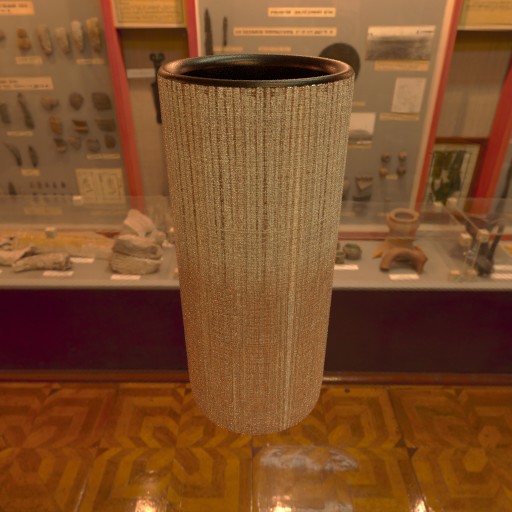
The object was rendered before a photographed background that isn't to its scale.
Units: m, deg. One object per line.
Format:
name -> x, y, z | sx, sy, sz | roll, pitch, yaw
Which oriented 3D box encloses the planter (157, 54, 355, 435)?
planter -> 0.000, 0.000, 0.285 | 0.100, 0.227, 0.100 | 1, 31, 2
